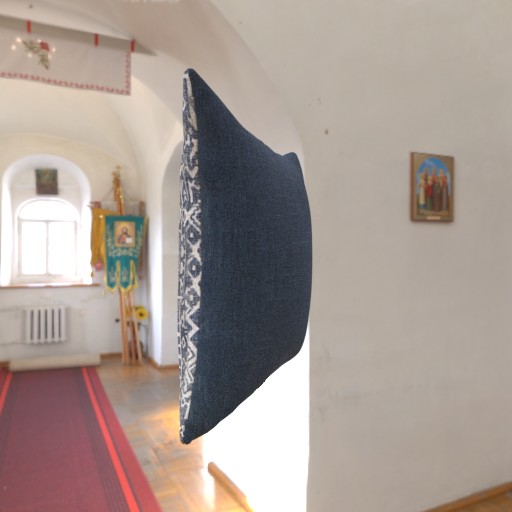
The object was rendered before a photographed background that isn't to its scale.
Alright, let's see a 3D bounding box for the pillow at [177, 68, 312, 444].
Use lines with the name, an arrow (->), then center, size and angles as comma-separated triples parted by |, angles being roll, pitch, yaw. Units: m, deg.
pillow -> 0.000, 0.000, 0.809 | 0.180, 0.487, 0.546 | 0, 1, 19
